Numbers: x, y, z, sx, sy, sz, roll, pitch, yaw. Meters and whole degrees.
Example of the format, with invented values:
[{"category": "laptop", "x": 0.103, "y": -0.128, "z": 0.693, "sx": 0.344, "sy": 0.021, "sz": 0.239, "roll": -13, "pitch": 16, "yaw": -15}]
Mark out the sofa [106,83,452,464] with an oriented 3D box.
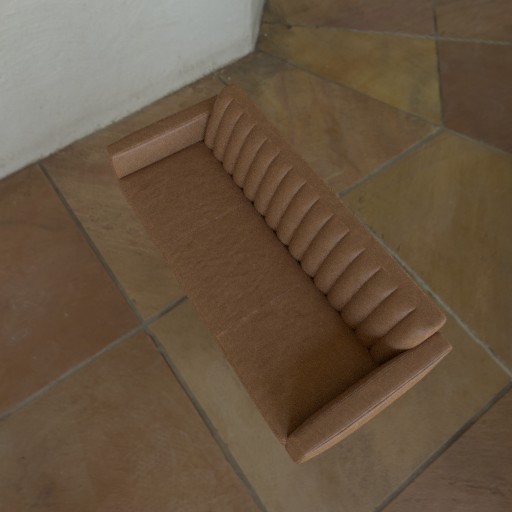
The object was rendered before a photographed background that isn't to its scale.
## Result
[{"category": "sofa", "x": 0.000, "y": 0.000, "z": 2.796, "sx": 0.990, "sy": 0.821, "sz": 2.291, "roll": -30, "pitch": 66, "yaw": -15}]
